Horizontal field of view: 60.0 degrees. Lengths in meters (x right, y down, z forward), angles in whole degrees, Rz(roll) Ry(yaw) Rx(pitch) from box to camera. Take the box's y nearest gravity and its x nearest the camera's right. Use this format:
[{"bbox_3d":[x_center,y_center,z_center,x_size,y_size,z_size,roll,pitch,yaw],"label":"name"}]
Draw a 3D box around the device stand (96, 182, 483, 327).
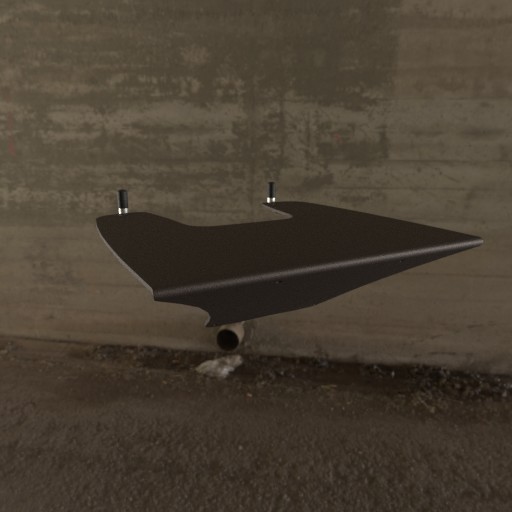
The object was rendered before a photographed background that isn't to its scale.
[{"bbox_3d":[0.000,0.000,0.353,0.230,0.092,0.230,-8,17,-27],"label":"device stand"}]
